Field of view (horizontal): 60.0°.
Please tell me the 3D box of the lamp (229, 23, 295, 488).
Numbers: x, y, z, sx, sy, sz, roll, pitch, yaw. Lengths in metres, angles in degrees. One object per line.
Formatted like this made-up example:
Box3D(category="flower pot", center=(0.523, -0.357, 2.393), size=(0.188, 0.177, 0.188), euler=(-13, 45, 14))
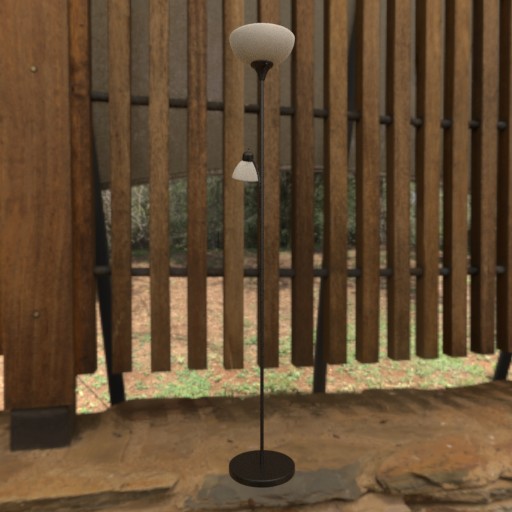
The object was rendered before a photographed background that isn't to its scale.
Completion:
Box3D(category="lamp", center=(0.000, 0.000, 1.935), size=(0.279, 1.804, 0.442), euler=(0, 0, -17))
